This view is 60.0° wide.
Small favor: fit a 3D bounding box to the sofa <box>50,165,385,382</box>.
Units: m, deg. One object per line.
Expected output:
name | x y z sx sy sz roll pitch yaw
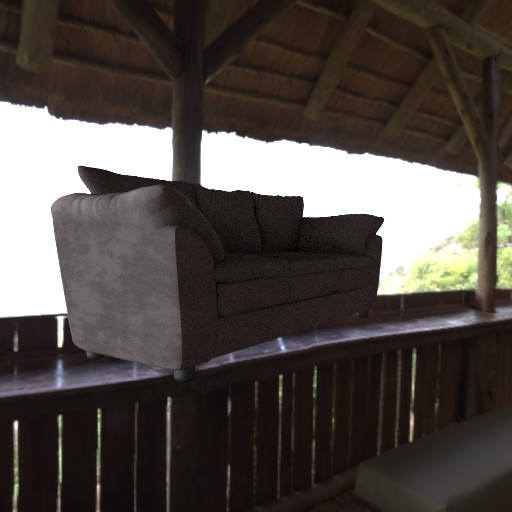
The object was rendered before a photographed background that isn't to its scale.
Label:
sofa | 0.000 0.000 2.826 0.893 0.981 2.377 1 2 36
